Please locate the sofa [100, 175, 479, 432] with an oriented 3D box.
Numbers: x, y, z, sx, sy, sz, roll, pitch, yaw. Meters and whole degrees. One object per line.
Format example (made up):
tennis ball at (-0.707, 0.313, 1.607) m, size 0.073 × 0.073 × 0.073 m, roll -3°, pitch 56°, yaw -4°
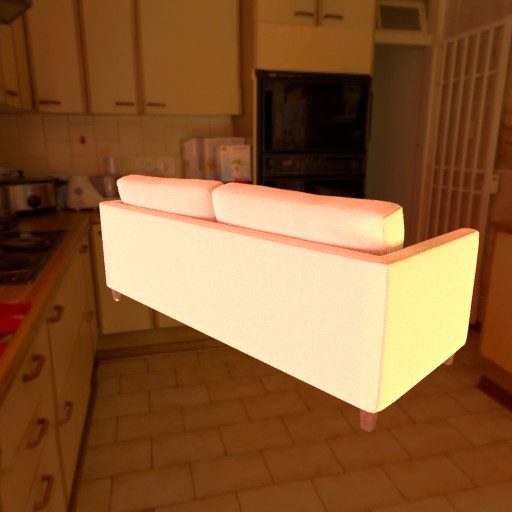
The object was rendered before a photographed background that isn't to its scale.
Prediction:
sofa at (0.000, 0.000, 2.813) m, size 0.951 × 0.962 × 2.361 m, roll -14°, pitch 20°, yaw -43°
